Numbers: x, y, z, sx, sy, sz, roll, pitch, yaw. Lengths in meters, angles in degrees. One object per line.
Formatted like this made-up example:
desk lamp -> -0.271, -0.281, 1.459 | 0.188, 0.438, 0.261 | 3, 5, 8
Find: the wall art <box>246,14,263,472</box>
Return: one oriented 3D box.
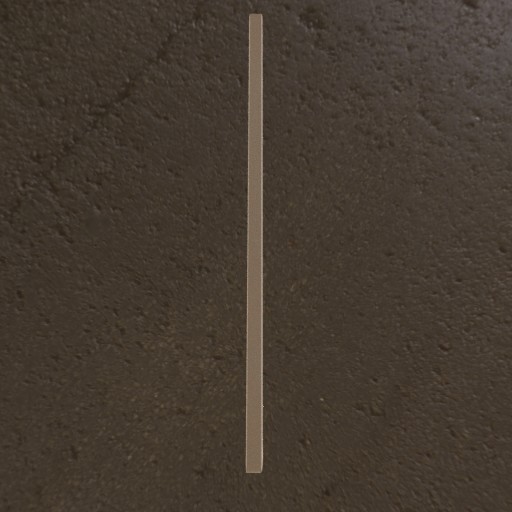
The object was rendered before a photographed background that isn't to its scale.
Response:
wall art -> 0.000, 0.000, 1.581 | 0.042, 0.912, 1.219 | 0, 77, 0
